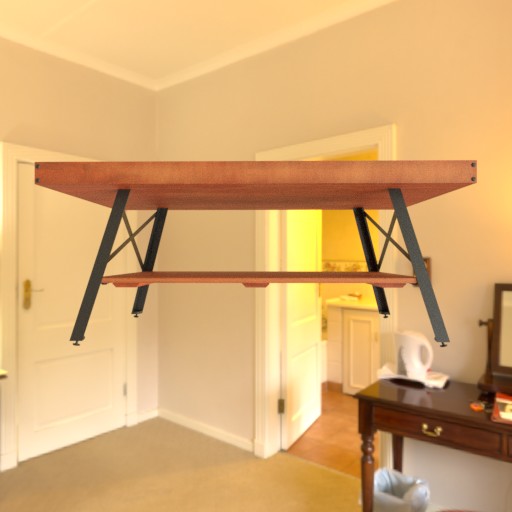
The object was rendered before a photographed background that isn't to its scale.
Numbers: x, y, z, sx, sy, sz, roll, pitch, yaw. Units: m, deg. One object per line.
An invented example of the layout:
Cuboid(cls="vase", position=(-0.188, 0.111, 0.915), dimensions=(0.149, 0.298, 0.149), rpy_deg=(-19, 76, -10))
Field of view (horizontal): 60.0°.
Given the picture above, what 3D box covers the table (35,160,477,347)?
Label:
Cuboid(cls="table", position=(0.000, 0.000, 1.372), dimensions=(1.067, 0.457, 0.610), rpy_deg=(0, 0, 1))
